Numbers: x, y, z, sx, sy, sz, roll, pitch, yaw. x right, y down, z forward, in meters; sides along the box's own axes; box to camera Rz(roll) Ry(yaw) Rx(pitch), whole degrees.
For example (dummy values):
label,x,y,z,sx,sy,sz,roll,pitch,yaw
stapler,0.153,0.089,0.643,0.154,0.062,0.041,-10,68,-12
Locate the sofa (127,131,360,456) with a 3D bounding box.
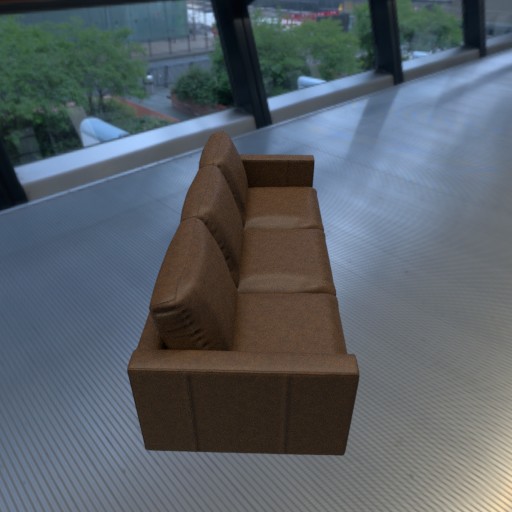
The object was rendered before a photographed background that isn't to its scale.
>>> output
label,x,y,z,sx,sy,sz,roll,pitch,yaw
sofa,0.000,0.000,2.691,0.903,0.930,2.231,1,34,1
